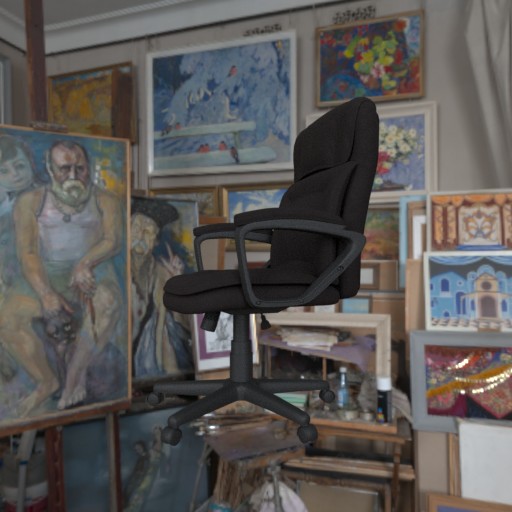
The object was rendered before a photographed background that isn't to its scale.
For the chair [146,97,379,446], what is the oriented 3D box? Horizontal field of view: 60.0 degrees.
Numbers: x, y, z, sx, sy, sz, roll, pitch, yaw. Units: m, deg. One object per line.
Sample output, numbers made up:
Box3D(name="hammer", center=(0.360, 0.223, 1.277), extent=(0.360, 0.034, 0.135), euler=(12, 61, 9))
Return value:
Box3D(name="chair", center=(0.000, 0.000, 1.586), extent=(0.724, 1.105, 0.667), euler=(0, -1, -20))
